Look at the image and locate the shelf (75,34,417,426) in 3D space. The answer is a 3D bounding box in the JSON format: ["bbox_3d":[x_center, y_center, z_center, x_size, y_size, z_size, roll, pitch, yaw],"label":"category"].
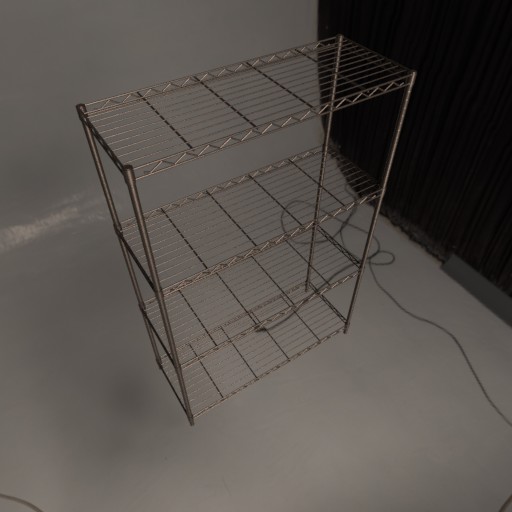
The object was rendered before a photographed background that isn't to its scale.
[{"bbox_3d":[0.000,0.000,1.721,0.907,1.361,0.352,-25,51,-22],"label":"shelf"}]
